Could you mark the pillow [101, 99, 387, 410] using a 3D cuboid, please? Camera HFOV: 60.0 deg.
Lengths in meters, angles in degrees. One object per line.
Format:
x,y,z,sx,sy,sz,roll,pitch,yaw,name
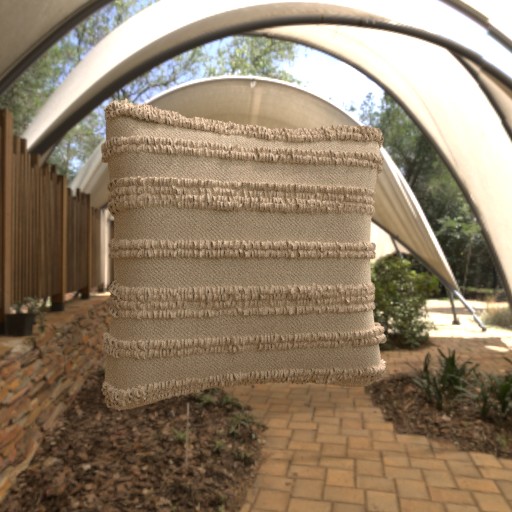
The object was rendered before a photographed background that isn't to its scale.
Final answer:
0.000,0.000,0.659,0.437,0.427,0.145,0,-1,-16,pillow
